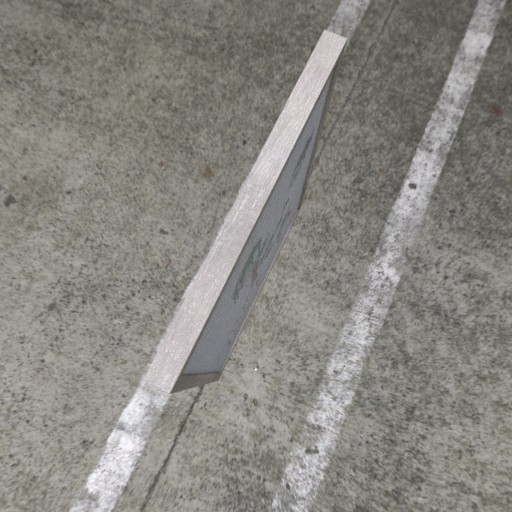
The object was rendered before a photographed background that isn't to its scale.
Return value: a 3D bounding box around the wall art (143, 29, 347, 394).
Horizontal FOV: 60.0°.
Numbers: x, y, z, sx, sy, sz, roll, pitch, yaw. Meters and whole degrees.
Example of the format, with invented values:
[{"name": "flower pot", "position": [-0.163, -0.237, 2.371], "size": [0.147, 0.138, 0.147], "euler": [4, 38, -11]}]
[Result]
[{"name": "wall art", "position": [0.000, 0.000, 0.703], "size": [0.032, 0.521, 0.421], "euler": [24, 77, 6]}]
